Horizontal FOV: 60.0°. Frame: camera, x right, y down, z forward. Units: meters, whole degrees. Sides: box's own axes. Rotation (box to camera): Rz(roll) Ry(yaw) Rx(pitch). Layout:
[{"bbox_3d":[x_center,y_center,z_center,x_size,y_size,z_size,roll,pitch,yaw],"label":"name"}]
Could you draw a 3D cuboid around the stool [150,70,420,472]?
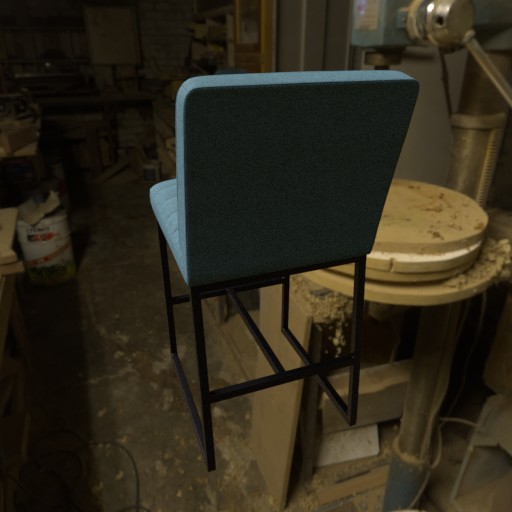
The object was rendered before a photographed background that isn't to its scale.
[{"bbox_3d":[0.000,0.000,1.184,0.460,0.940,0.560,-10,28,-19],"label":"stool"}]
